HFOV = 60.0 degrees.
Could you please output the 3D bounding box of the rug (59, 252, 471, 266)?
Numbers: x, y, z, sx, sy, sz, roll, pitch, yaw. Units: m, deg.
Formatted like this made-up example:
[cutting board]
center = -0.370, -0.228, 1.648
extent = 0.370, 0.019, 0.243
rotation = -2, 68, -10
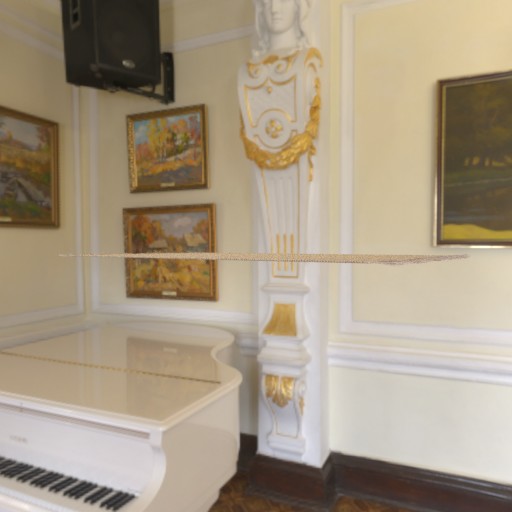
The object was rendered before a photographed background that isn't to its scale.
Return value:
[rug]
center = 0.000, 0.000, 3.132
extent = 2.523, 0.034, 1.528
rotation = 1, 2, 37
